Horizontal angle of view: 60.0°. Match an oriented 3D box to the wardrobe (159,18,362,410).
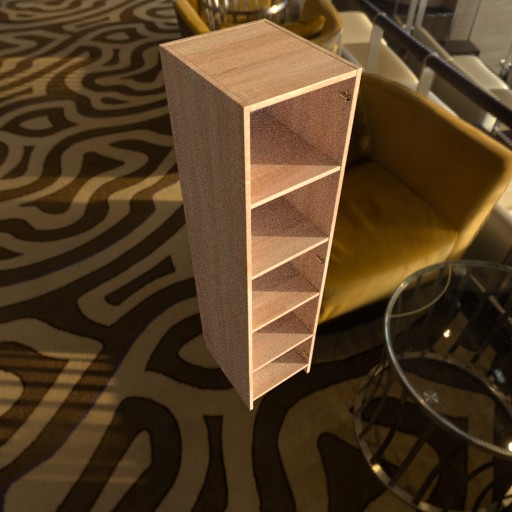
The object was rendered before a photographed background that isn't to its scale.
[{"bbox_3d":[0.000,0.000,2.381,0.496,2.117,0.588,-26,52,-23],"label":"wardrobe"}]
